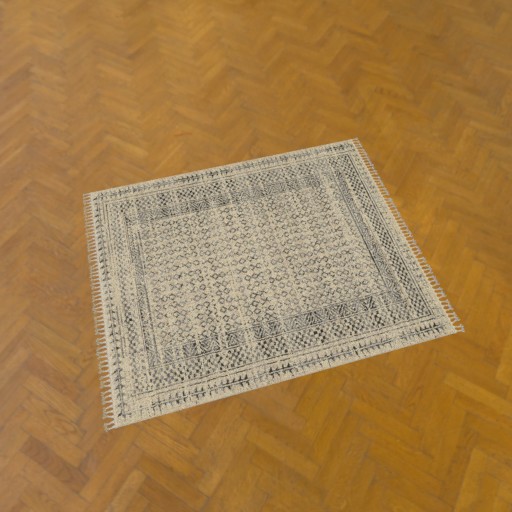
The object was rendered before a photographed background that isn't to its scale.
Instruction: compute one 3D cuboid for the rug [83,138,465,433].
[{"bbox_3d":[0.000,0.000,3.994,2.940,0.013,2.312,-13,59,-8],"label":"rug"}]
